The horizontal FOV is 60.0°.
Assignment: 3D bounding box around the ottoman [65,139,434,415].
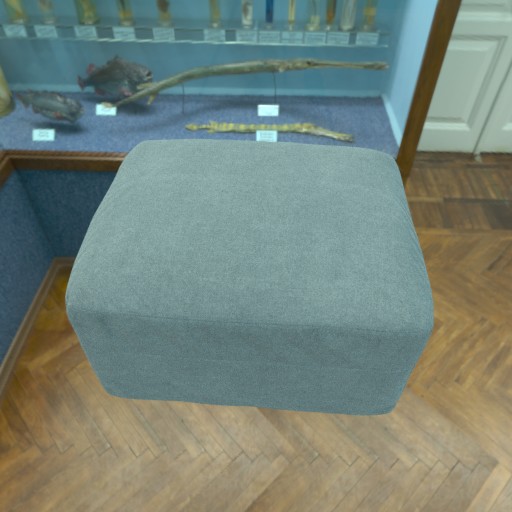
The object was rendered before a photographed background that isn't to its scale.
[{"bbox_3d":[0.000,0.000,1.245,0.837,0.481,0.683,3,46,3],"label":"ottoman"}]
